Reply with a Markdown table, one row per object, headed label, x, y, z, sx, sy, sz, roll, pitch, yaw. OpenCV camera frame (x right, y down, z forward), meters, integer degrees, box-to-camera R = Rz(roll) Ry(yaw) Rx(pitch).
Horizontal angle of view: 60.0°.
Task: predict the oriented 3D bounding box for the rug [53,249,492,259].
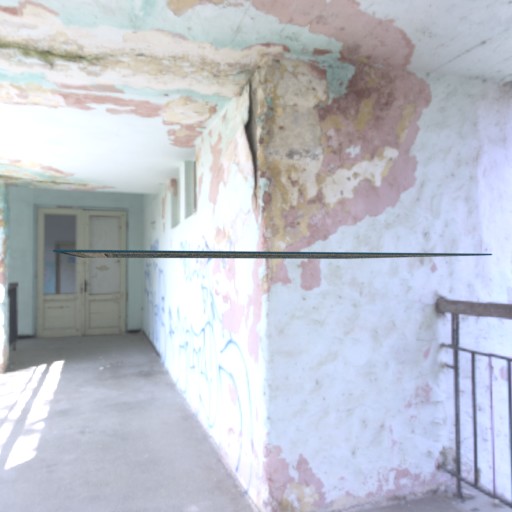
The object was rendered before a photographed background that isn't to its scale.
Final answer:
| label | x | y | z | sx | sy | sz | roll | pitch | yaw |
| --- | --- | --- | --- | --- | --- | --- | --- | --- | --- |
| rug | 0.000 | 0.000 | 3.947 | 3.044 | 0.015 | 2.226 | 0 | -1 | -18 |
